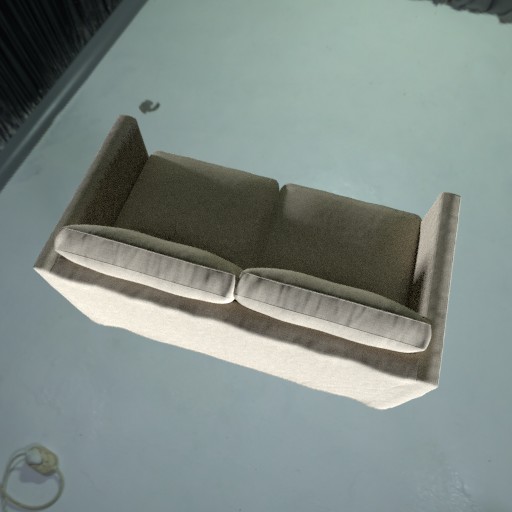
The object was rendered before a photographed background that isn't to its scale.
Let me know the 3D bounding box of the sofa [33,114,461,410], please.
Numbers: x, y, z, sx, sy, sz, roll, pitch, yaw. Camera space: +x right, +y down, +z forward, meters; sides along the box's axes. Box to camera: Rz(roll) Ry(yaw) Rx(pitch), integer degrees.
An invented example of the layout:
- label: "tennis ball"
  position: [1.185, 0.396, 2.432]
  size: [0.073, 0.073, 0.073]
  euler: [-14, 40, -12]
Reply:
- label: "sofa"
  position: [0.000, 0.000, 2.240]
  size: [1.766, 0.828, 0.956]
  euler: [15, 65, 7]
